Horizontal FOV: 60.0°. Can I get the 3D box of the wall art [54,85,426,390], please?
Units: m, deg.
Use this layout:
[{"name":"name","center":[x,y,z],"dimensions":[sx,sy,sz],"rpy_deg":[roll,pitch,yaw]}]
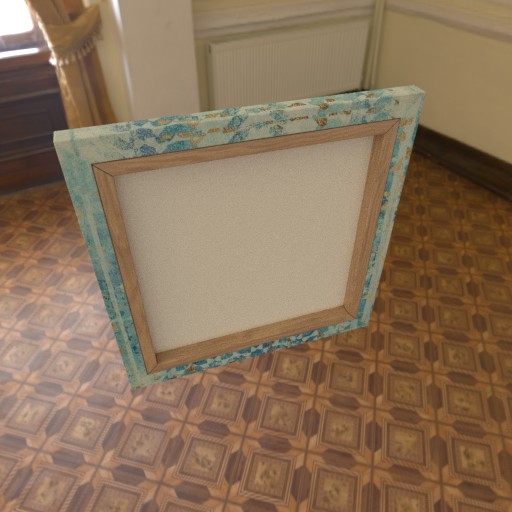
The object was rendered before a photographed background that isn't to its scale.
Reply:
[{"name":"wall art","center":[0.000,0.000,0.902],"dimensions":[0.609,0.609,0.040],"rpy_deg":[-12,42,-14]}]
